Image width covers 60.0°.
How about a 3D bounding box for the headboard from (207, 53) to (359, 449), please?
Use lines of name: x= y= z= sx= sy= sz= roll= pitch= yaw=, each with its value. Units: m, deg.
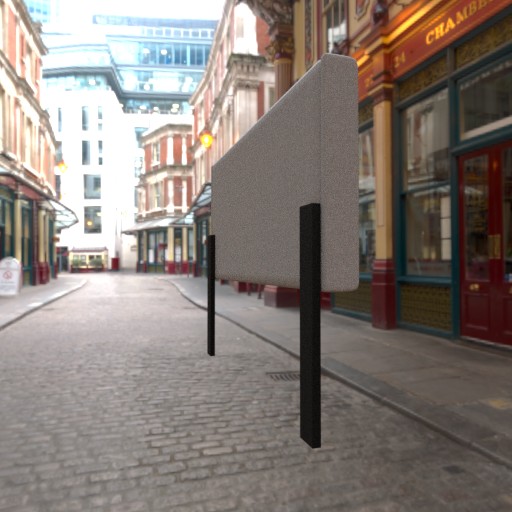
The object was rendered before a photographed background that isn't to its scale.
headboard: x=0.000 y=0.000 z=2.676 sx=0.184 sy=1.524 sz=2.051 roll=0 pitch=-1 yaw=-18
